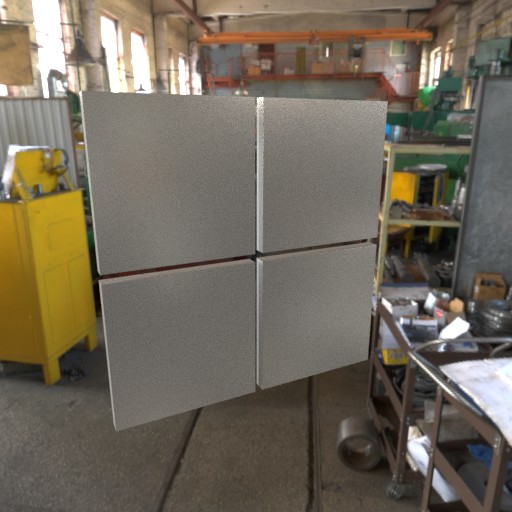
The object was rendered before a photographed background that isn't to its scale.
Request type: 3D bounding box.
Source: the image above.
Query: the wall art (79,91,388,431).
[{"bbox_3d":[0.000,0.000,0.905,0.611,0.611,0.029,-8,18,-26],"label":"wall art"}]
